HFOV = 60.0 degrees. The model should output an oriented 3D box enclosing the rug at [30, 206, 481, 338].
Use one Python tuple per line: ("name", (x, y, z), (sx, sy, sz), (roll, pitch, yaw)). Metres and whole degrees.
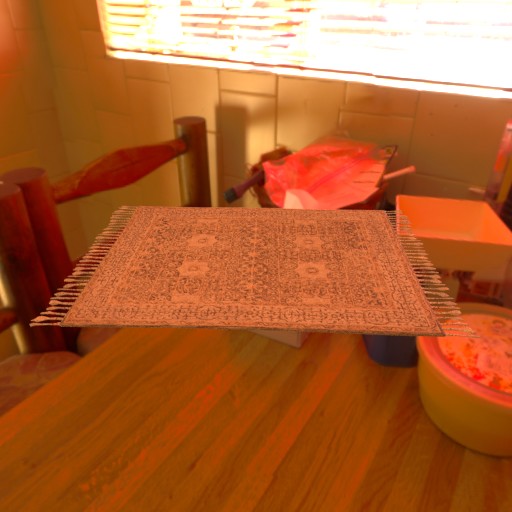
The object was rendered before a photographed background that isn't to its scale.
("rug", (0.000, 0.000, 3.086), (2.465, 0.023, 1.619), (1, 31, 2))
